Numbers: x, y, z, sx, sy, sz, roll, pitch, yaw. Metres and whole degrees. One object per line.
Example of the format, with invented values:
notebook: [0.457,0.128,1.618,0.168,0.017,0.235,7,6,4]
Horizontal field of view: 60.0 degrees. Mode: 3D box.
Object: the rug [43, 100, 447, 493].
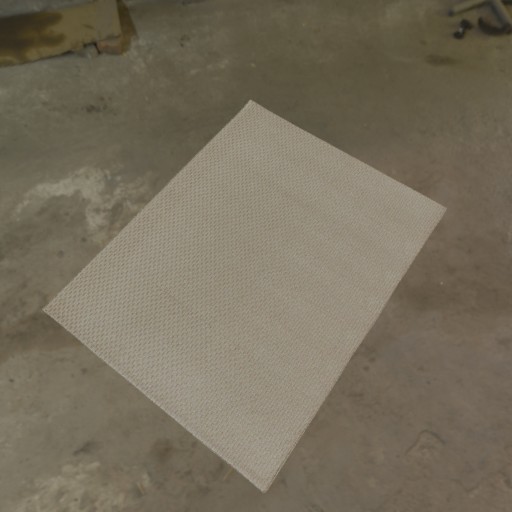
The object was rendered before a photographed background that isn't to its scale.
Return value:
rug: [0.000,0.000,3.882,2.277,0.035,2.897,33,68,15]
